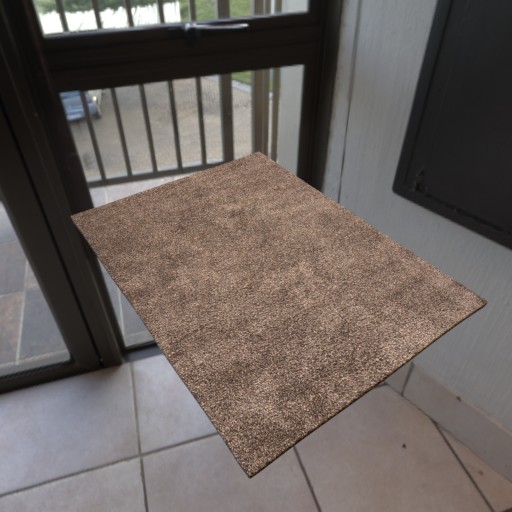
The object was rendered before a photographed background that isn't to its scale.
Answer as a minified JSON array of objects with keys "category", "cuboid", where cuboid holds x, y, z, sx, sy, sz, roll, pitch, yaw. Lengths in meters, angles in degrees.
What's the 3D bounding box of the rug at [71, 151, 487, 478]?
[{"category":"rug","cuboid":[0.000,0.000,2.052,1.198,0.025,1.601,-25,47,-26]}]
